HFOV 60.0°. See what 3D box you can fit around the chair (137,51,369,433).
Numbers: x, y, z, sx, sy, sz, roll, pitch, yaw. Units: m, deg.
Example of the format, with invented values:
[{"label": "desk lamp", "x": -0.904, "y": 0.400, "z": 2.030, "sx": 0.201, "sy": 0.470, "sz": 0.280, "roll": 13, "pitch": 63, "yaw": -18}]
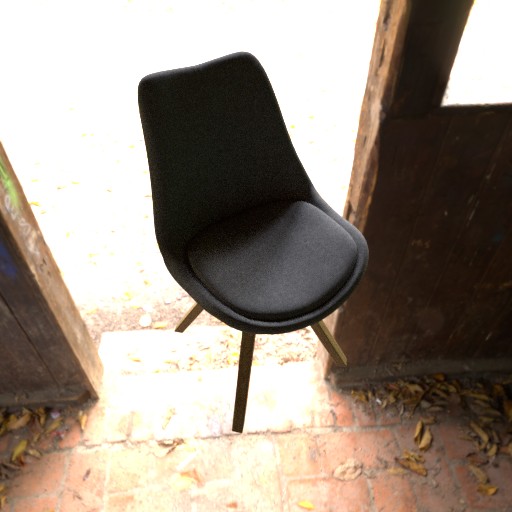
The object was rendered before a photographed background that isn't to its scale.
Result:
[{"label": "chair", "x": 0.000, "y": 0.000, "z": 1.198, "sx": 0.483, "sy": 0.865, "sz": 0.550, "roll": -25, "pitch": 50, "yaw": -23}]
